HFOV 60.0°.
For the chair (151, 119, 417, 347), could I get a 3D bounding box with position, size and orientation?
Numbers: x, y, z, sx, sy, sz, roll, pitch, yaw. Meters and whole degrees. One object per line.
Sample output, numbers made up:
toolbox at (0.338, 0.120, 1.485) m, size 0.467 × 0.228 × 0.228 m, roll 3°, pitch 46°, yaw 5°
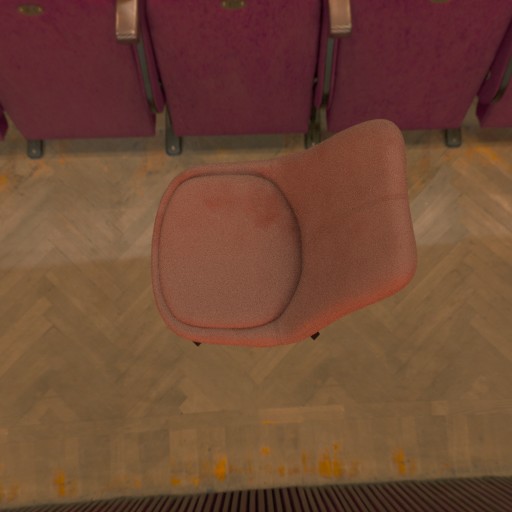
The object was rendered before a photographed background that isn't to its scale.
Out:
chair at (0.000, 0.000, 1.184) m, size 0.547 × 0.865 × 0.483 m, roll -1°, pitch 77°, yaw 0°
